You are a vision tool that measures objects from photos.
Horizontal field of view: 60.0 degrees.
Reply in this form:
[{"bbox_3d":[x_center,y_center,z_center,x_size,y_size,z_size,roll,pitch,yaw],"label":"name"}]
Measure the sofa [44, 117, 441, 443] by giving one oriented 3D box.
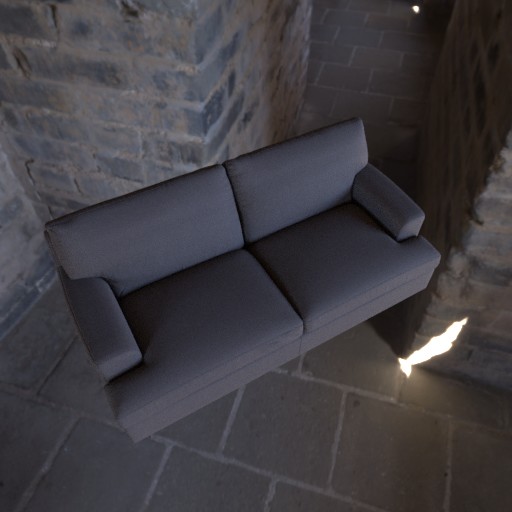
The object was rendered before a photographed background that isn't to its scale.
[{"bbox_3d":[0.000,0.000,2.811,2.271,0.950,1.140,-23,53,-19],"label":"sofa"}]
